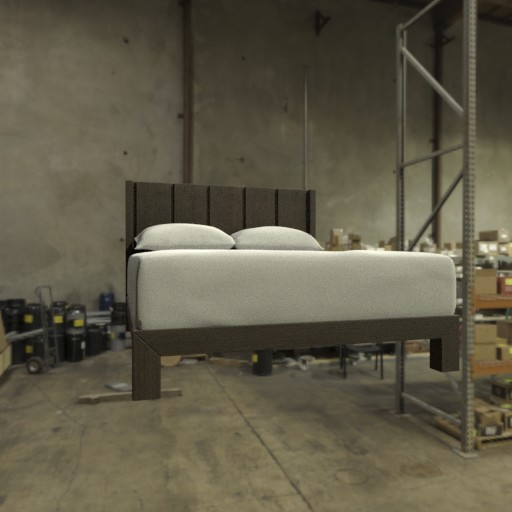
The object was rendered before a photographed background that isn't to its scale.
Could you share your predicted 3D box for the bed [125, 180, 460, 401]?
[{"bbox_3d":[0.000,0.000,3.123,1.735,1.261,1.992,0,0,-17],"label":"bed"}]
